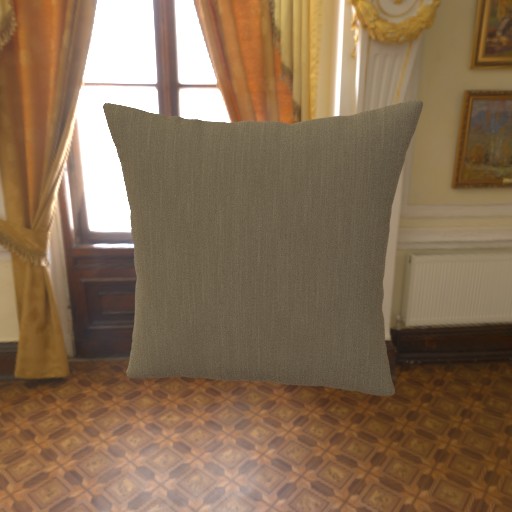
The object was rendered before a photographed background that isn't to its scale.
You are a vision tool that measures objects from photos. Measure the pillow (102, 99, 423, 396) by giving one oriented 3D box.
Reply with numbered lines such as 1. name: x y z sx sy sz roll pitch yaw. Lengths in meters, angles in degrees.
1. pillow: 0.000 0.000 0.769 0.511 0.509 0.161 2 16 7
